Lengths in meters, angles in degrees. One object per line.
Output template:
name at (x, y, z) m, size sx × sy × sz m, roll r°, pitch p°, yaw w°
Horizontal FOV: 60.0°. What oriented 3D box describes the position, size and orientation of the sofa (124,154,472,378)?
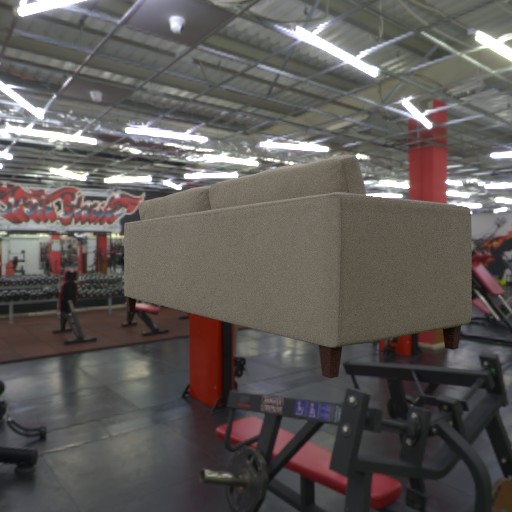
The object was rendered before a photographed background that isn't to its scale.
sofa at (0.000, 0.000, 2.882) m, size 0.988 × 0.912 × 2.404 m, roll -1°, pitch 1°, yaw -35°
